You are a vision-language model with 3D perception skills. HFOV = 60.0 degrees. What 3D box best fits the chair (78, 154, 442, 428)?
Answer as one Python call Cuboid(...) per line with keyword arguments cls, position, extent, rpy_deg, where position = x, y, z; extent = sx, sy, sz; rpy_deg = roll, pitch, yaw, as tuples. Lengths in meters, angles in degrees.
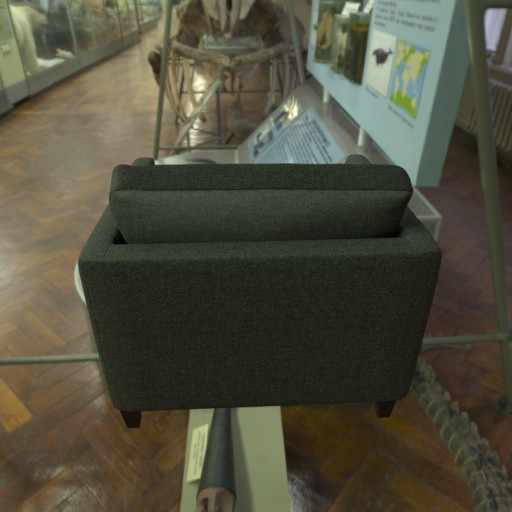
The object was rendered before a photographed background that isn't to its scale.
Cuboid(cls="chair", position=(0.000, 0.000, 1.821), extent=(1.107, 0.963, 0.959), rpy_deg=(-1, 31, -2))
